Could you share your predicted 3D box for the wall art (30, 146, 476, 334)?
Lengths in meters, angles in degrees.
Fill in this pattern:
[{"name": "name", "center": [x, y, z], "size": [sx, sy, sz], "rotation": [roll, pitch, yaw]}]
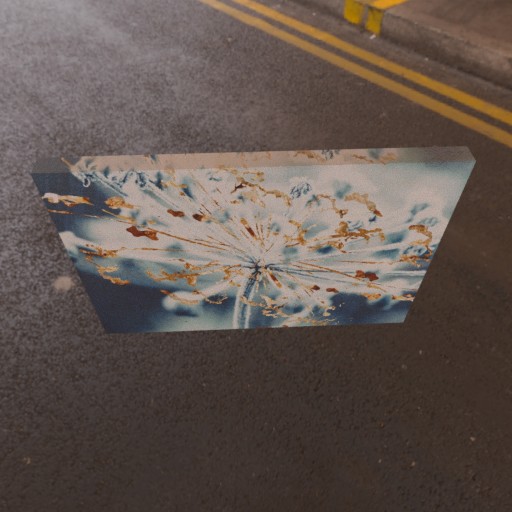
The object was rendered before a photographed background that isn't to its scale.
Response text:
[{"name": "wall art", "center": [0.000, 0.000, 0.767], "size": [0.607, 0.405, 0.036], "rotation": [-2, 49, -2]}]
